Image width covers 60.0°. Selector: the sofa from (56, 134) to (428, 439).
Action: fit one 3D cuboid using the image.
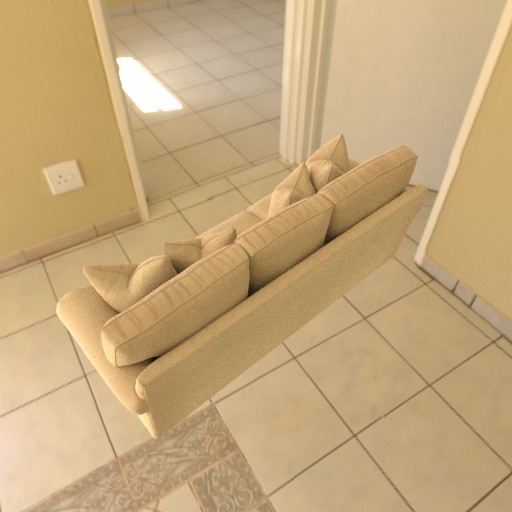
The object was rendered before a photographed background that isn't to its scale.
[{"bbox_3d":[0.000,0.000,2.829,2.312,0.975,0.965,-32,54,-27],"label":"sofa"}]
